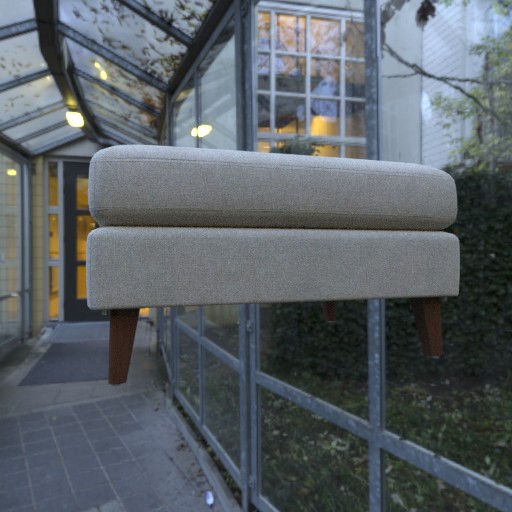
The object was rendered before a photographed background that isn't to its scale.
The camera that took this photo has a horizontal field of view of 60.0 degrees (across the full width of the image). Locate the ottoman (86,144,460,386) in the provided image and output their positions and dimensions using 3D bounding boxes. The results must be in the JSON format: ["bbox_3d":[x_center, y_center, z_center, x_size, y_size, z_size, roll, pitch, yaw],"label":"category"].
[{"bbox_3d":[0.000,0.000,1.194,0.823,0.478,0.610,0,1,-18],"label":"ottoman"}]
